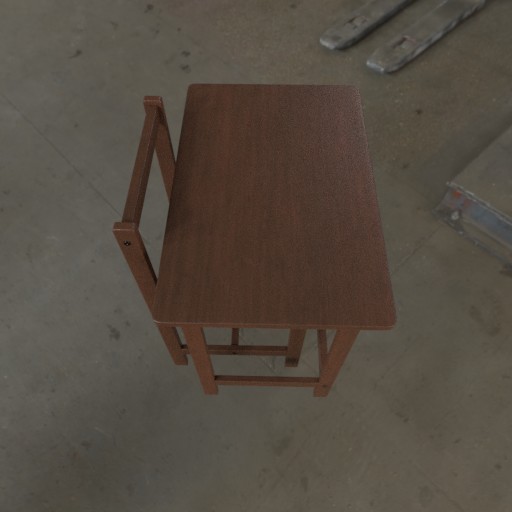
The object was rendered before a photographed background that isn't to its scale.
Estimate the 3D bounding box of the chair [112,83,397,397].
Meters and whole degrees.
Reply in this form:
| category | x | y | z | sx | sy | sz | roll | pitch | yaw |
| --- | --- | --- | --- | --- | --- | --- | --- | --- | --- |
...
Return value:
| category | x | y | z | sx | sy | sz | roll | pitch | yaw |
| --- | --- | --- | --- | --- | --- | --- | --- | --- | --- |
| chair | 0.000 | 0.000 | 1.091 | 0.463 | 0.673 | 0.599 | 1 | 58 | 1 |
